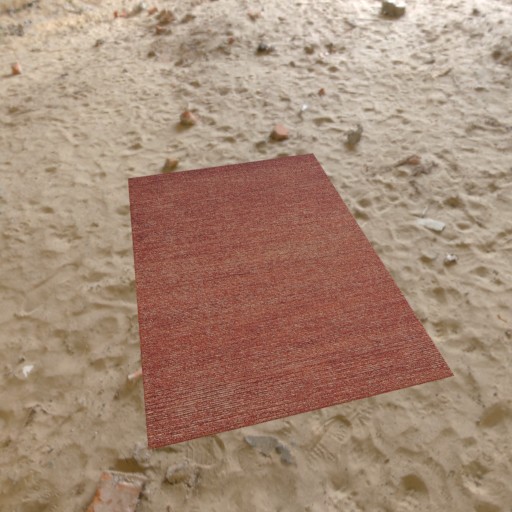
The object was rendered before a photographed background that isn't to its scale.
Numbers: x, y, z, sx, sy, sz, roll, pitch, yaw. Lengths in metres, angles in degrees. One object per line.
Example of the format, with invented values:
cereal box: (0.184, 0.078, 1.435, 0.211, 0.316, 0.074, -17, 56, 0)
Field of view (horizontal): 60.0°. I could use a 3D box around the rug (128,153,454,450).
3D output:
rug: (0.000, 0.000, 5.231, 2.803, 0.025, 3.965, -10, 45, -10)
